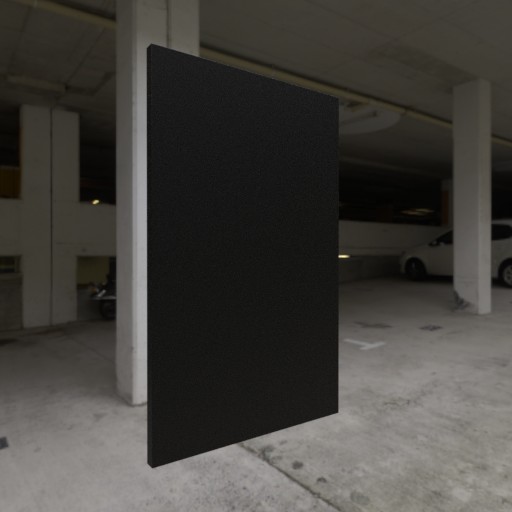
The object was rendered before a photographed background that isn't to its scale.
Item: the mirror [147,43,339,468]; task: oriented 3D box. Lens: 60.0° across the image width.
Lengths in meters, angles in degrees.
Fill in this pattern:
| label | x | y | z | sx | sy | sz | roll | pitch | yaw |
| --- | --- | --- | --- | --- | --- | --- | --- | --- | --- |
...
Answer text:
| label | x | y | z | sx | sy | sz | roll | pitch | yaw |
| --- | --- | --- | --- | --- | --- | --- | --- | --- | --- |
| mirror | 0.000 | 0.000 | 1.508 | 0.762 | 1.219 | 0.038 | 0 | 0 | -36 |
